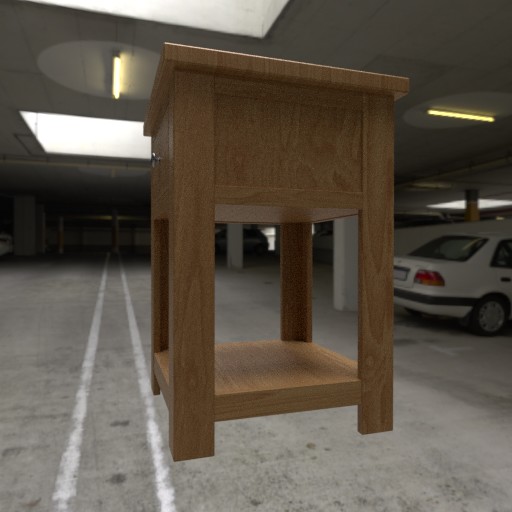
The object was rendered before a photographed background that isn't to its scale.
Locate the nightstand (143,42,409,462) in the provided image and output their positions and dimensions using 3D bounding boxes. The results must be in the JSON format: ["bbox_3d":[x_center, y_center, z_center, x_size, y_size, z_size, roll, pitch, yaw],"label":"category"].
[{"bbox_3d":[0.000,0.000,0.902,0.418,0.614,0.428,0,0,-18],"label":"nightstand"}]
